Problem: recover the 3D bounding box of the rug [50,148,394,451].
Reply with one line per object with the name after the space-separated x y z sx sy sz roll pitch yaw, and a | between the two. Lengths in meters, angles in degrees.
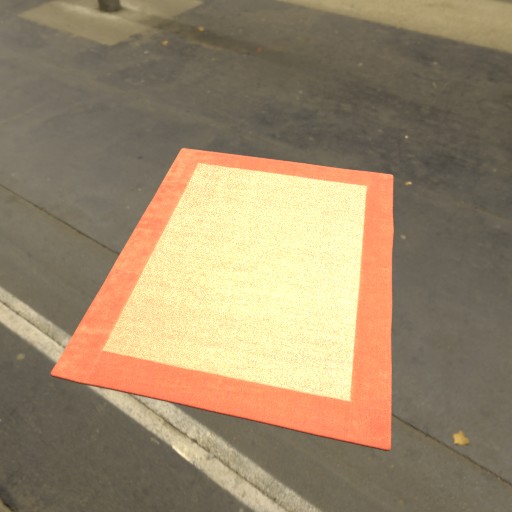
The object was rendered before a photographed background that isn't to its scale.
0.000 0.000 4.013 2.430 0.018 2.976 9 48 8 | rug
